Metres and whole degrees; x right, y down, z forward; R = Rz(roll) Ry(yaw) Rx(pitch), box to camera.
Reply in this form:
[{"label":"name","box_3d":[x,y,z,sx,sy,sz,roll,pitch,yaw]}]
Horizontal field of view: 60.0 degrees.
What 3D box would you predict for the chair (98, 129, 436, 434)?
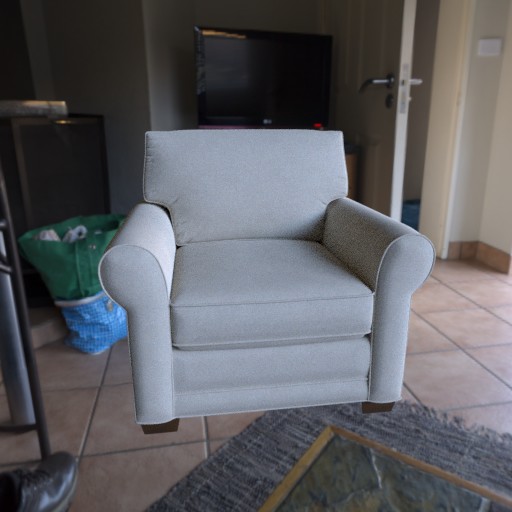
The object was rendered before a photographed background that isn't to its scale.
[{"label":"chair","box_3d":[0.000,0.000,1.749,1.040,0.955,0.863,-2,17,-8]}]
